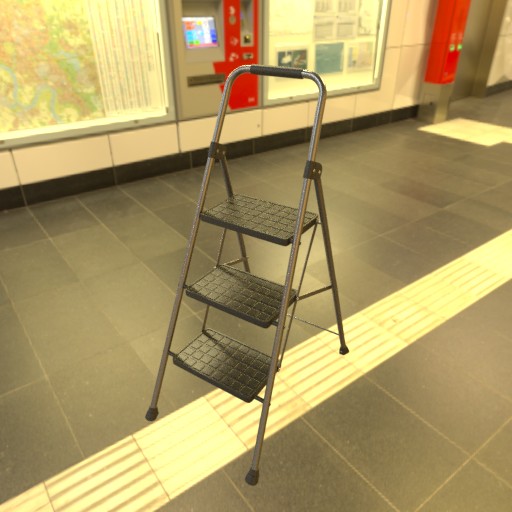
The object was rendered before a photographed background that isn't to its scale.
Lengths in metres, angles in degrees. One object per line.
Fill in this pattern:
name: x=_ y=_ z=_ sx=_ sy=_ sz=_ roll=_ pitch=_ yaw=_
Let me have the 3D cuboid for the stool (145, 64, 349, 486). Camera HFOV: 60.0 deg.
stool: x=0.000 y=0.000 z=1.440 sx=0.473 sy=1.121 sz=0.733 roll=18 pitch=35 yaw=29
